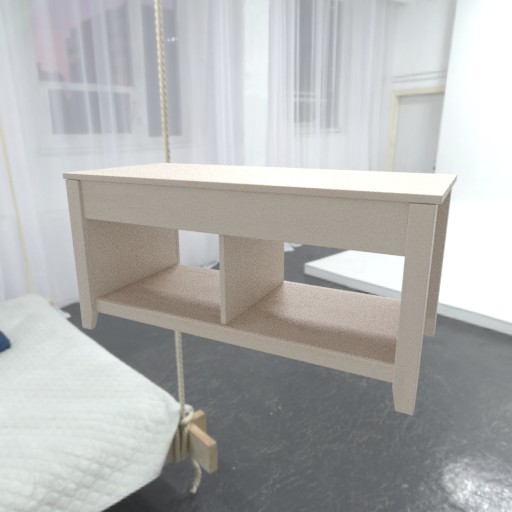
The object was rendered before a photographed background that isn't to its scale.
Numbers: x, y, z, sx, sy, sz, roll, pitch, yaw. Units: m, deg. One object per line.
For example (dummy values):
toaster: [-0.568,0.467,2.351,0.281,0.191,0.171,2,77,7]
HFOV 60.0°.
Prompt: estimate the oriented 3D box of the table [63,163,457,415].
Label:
table: [0.000,0.000,1.315,1.016,0.483,0.457,8,18,26]
